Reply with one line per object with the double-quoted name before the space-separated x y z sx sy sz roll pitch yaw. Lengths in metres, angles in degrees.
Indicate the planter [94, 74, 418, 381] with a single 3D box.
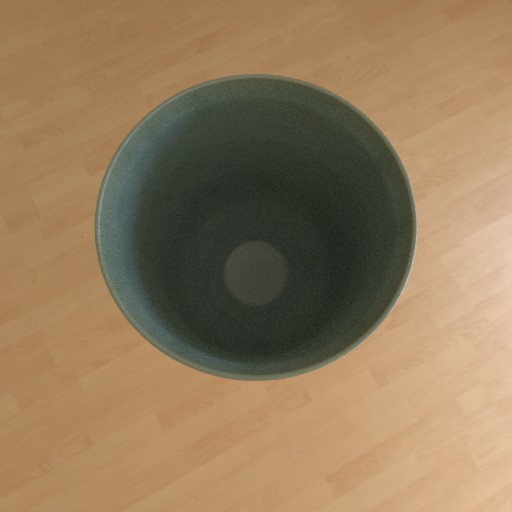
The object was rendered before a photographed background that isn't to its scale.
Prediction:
"planter" 0.000 0.000 0.375 0.198 0.214 0.198 0 76 0
